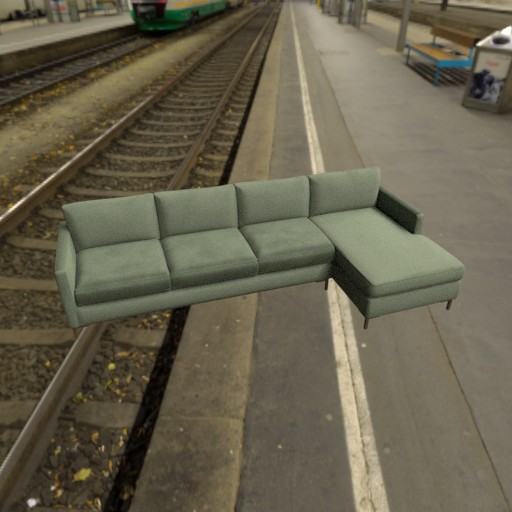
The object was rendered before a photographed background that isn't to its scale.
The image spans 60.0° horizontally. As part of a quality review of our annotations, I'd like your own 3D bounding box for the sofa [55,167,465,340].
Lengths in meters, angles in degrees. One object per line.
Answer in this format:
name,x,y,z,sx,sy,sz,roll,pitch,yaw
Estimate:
sofa,0.000,0.000,3.252,2.725,0.756,1.255,-9,32,-15
